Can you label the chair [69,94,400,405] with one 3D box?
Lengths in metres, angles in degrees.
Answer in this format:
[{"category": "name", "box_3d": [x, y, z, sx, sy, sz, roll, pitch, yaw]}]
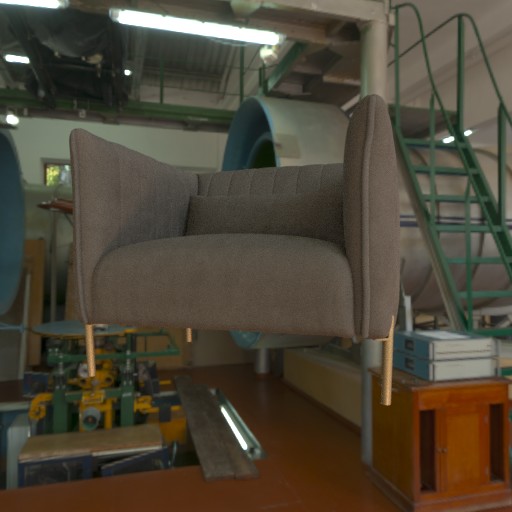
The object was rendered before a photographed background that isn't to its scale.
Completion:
[{"category": "chair", "box_3d": [0.000, 0.000, 1.586, 0.981, 0.779, 0.873, 0, -1, 18]}]
